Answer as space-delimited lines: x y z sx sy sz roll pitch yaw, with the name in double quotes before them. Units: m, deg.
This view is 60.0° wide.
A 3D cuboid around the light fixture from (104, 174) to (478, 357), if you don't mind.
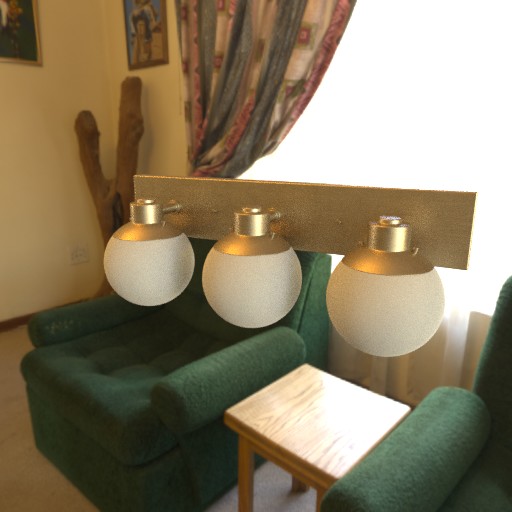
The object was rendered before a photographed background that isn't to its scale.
"light fixture" 0.000 0.000 0.837 0.721 0.263 0.218 8 17 26
